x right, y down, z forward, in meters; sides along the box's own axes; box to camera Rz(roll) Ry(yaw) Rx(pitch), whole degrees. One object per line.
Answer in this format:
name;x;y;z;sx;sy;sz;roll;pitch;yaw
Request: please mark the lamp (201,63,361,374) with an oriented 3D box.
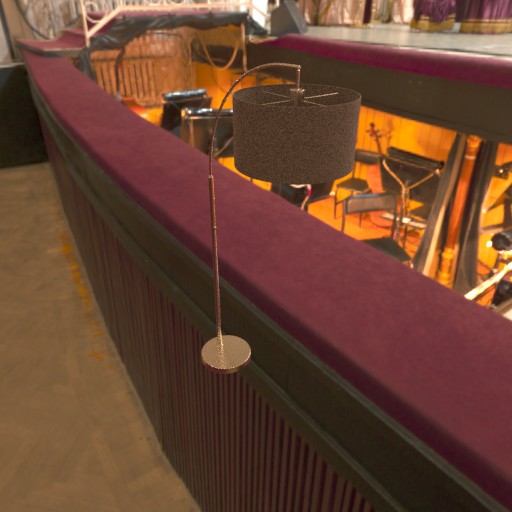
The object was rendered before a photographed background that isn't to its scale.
lamp;0.000;0.000;2.125;0.452;1.735;0.934;-20;35;-31
